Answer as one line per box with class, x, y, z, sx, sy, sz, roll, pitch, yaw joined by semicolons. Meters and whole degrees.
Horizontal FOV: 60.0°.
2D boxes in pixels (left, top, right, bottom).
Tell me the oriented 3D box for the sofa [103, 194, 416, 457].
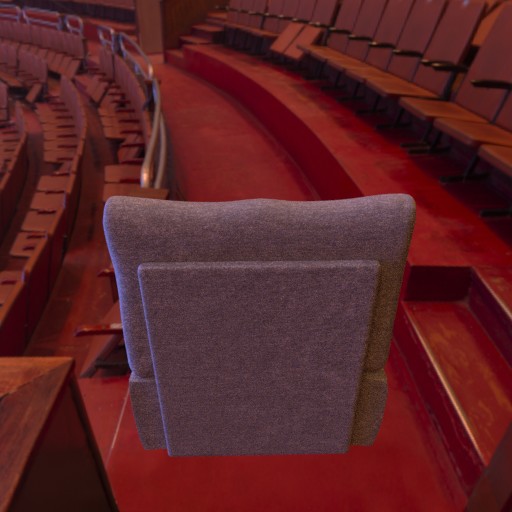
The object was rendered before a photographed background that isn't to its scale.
sofa;0.000;0.000;1.524;0.700;0.820;1.000;-1;32;-1
